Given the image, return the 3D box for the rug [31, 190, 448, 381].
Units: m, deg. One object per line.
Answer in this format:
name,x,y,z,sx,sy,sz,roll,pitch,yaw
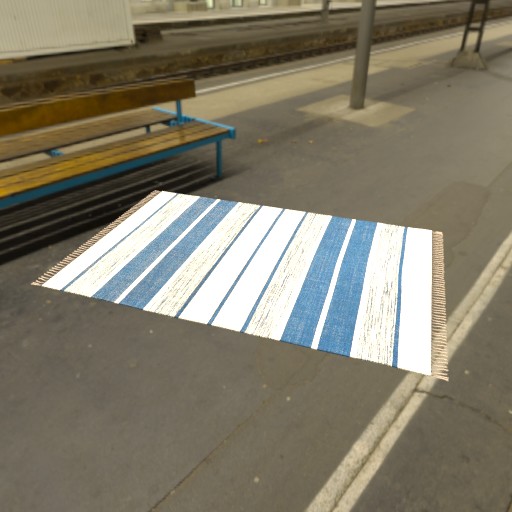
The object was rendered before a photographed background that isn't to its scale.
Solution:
rug,0.000,0.000,3.041,2.441,0.010,1.532,10,33,16
